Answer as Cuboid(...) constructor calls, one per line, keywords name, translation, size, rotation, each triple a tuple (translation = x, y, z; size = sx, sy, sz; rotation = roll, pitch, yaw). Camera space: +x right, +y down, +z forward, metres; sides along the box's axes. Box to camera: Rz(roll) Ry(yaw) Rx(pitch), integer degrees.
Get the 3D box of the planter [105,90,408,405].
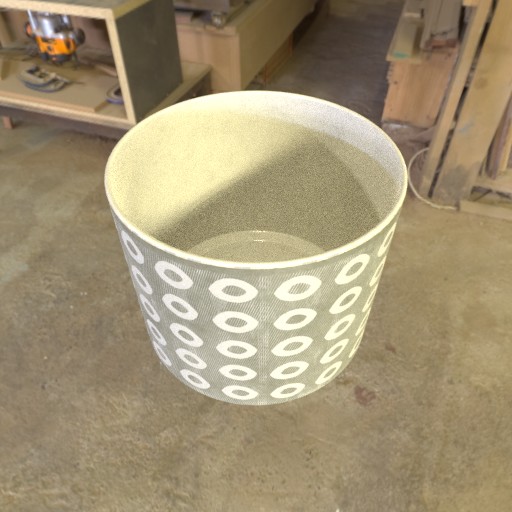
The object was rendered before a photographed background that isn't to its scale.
Cuboid(name="planter", translation=(0.000, 0.000, 0.460), size=(0.250, 0.239, 0.250), rotation=(0, 46, 0))
